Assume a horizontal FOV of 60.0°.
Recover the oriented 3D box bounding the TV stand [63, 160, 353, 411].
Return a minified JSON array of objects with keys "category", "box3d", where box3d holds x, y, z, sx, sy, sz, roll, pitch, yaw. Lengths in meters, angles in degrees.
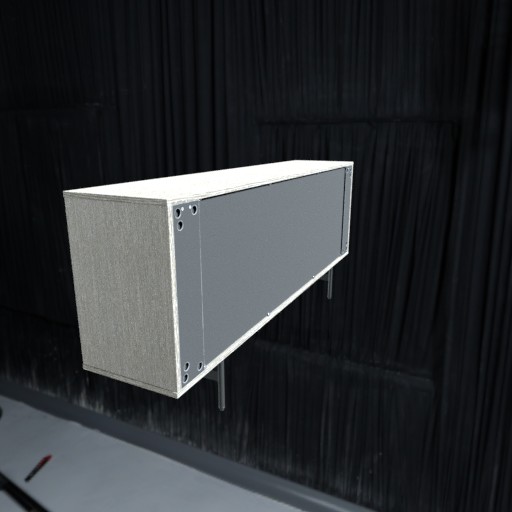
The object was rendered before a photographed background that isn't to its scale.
[{"category":"TV stand","box3d":[0.000,0.000,2.087,0.405,0.787,1.804,8,17,26]}]
